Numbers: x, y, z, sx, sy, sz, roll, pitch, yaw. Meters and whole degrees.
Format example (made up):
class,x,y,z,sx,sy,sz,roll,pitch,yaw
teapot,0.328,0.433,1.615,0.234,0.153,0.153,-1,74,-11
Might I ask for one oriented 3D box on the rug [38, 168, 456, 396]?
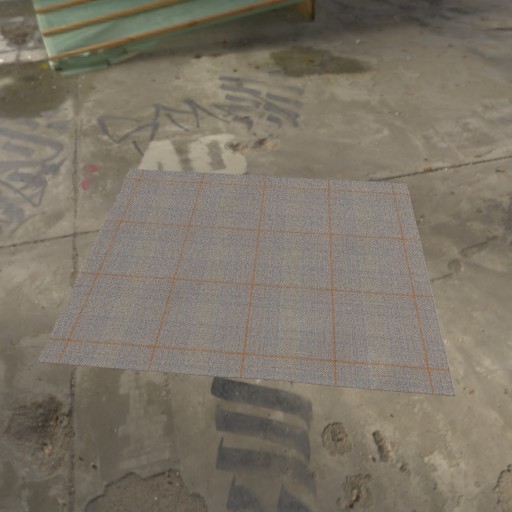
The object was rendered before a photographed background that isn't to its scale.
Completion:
class,x,y,z,sx,sy,sz,roll,pitch,yaw
rug,0.000,0.000,4.041,3.051,0.021,2.448,4,47,4
